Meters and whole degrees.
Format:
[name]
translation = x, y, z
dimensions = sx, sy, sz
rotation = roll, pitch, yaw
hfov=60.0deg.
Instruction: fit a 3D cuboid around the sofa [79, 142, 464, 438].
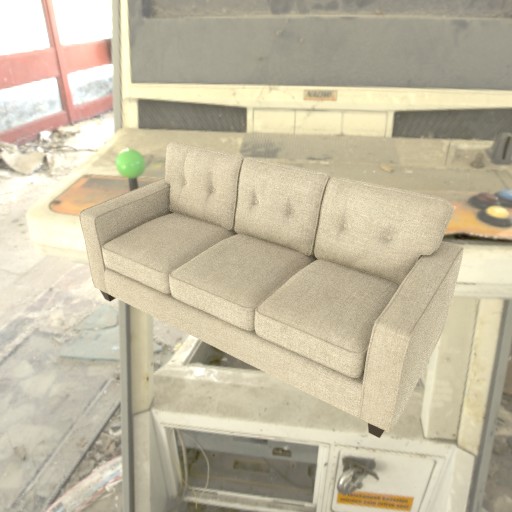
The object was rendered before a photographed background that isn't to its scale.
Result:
[sofa]
translation = 0.000, 0.000, 2.667
dimensions = 2.133, 0.965, 0.939
rotation = 19, 35, 30
